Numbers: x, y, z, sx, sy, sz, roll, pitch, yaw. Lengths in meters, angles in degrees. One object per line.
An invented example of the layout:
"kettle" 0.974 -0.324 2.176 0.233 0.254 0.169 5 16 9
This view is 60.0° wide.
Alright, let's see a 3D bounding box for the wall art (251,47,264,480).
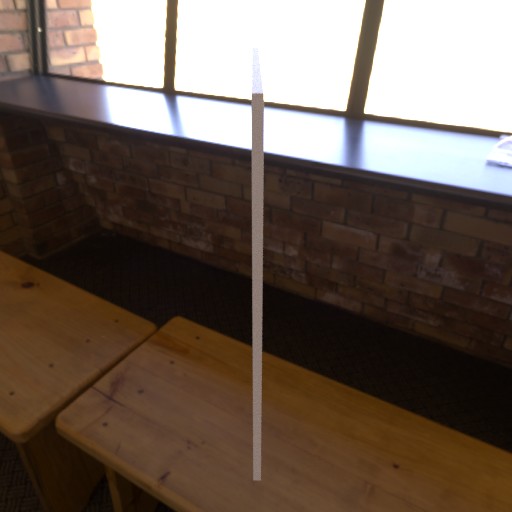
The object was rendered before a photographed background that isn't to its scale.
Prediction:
"wall art" 0.000 0.000 0.815 0.013 0.656 0.456 0 31 0
